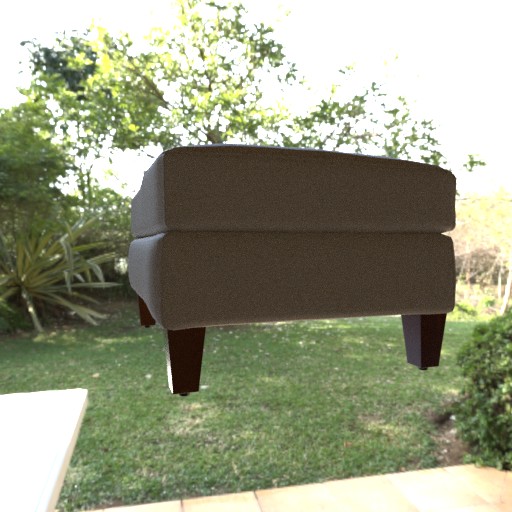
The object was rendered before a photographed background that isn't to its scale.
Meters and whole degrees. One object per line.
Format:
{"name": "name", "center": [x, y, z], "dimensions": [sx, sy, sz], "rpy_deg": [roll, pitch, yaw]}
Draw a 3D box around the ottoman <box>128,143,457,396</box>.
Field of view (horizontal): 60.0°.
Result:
{"name": "ottoman", "center": [0.000, 0.000, 1.197], "dimensions": [0.634, 0.479, 0.818], "rpy_deg": [0, 1, -19]}
